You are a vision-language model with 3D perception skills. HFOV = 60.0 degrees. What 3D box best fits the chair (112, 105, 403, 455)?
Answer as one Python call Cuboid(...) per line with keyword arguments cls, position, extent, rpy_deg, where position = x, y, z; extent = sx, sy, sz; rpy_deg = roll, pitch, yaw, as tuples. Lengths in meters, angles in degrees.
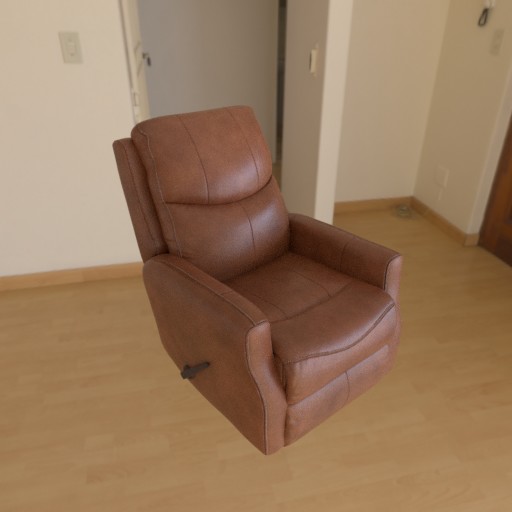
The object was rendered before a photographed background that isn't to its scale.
Cuboid(cls="chair", position=(0.000, 0.000, 1.794), extent=(0.821, 1.016, 1.072), rpy_deg=(-21, 36, -32))
